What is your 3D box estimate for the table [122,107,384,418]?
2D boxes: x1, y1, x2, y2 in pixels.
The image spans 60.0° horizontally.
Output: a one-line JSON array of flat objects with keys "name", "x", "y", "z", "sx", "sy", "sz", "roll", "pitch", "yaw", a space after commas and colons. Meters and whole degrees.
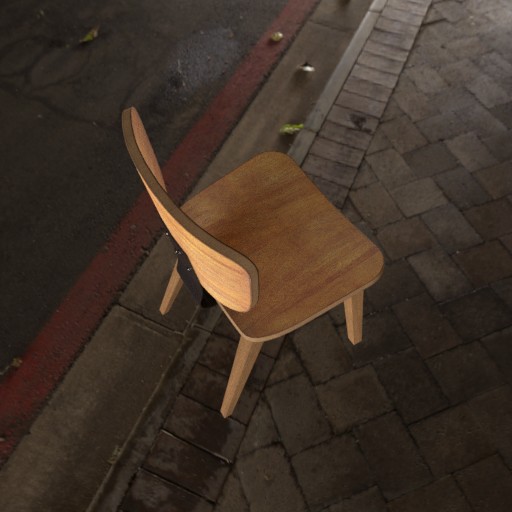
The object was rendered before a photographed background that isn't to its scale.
[{"name": "table", "x": 0.000, "y": 0.000, "z": 1.128, "sx": 0.500, "sy": 0.805, "sz": 0.499, "roll": -29, "pitch": 63, "yaw": -17}]
